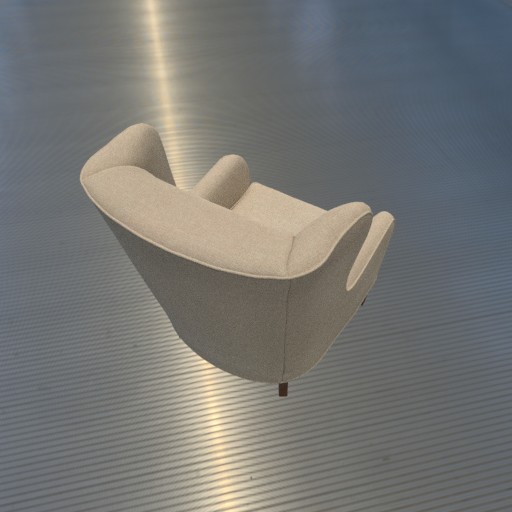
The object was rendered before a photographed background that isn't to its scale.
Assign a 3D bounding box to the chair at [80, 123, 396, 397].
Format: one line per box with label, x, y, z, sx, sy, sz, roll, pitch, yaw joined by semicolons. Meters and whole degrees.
chair;0.000;0.000;1.748;0.838;1.040;0.966;25;52;21
